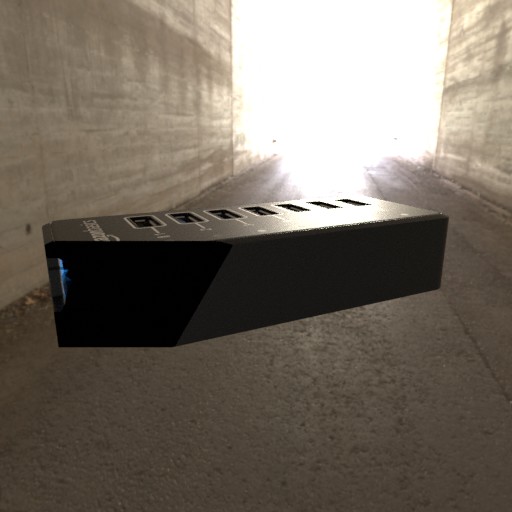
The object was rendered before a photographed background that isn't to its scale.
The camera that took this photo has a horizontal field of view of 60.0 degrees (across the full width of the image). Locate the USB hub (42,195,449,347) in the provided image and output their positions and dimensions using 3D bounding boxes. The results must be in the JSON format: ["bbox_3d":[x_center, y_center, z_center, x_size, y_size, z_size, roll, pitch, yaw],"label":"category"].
[{"bbox_3d":[0.000,0.000,0.129,0.110,0.023,0.044,-8,18,-25],"label":"USB hub"}]
